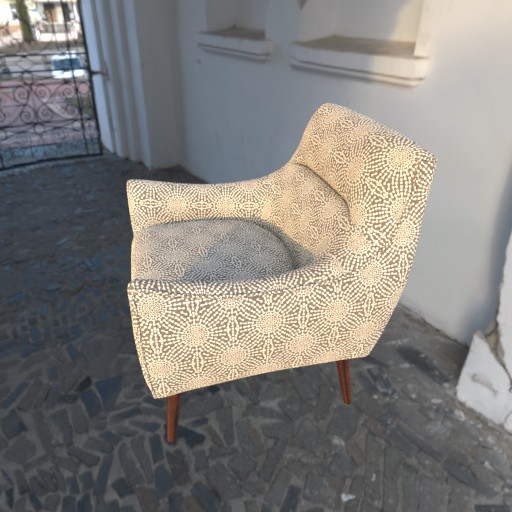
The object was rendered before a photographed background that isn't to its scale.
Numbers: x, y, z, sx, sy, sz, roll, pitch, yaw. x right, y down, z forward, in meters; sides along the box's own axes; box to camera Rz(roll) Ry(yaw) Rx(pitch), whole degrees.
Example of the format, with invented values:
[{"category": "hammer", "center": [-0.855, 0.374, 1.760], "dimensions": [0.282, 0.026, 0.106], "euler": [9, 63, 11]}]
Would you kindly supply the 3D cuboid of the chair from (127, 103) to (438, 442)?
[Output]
[{"category": "chair", "center": [0.000, 0.000, 1.431], "dimensions": [0.787, 0.838, 0.762], "euler": [-7, 31, -12]}]
